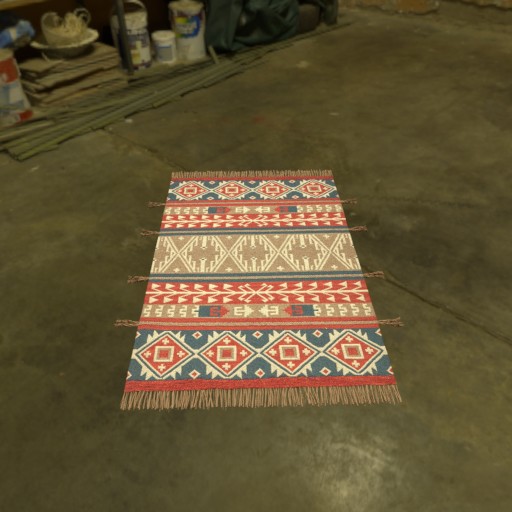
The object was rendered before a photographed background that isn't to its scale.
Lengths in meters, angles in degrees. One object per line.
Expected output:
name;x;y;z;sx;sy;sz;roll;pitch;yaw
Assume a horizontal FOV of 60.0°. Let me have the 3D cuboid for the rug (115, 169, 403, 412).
rug;0.000;0.000;3.230;1.778;0.048;2.450;-1;41;-1
